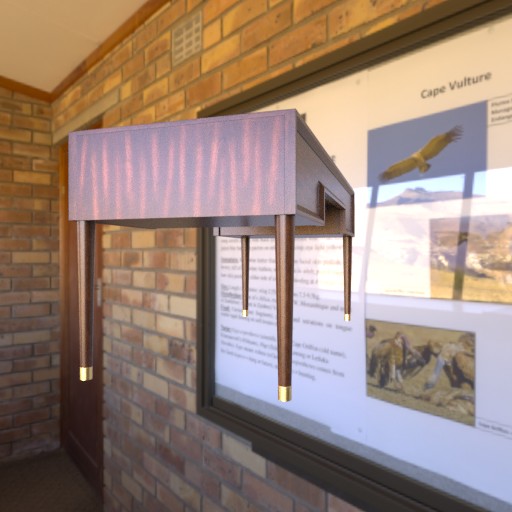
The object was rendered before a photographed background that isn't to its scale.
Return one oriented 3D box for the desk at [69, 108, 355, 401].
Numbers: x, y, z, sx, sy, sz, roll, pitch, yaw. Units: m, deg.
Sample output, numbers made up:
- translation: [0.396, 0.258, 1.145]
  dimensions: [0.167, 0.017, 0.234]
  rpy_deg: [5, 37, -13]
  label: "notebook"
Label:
- translation: [0.000, 0.000, 1.998]
  dimensions: [0.724, 0.762, 1.575]
  rpy_deg: [0, 0, 18]
  label: "desk"
